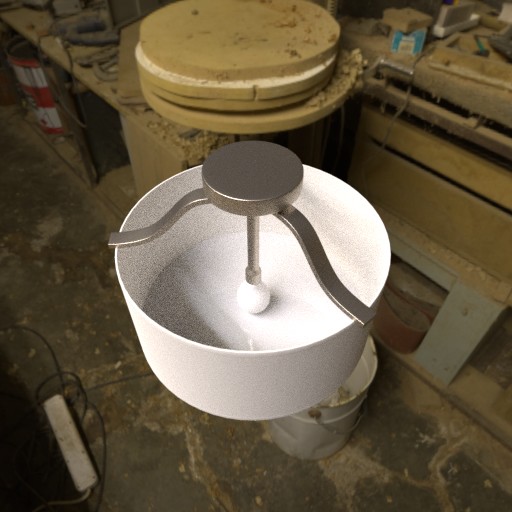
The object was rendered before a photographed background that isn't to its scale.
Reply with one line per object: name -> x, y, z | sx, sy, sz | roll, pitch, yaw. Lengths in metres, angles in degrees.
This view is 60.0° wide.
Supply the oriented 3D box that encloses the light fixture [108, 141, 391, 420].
light fixture -> 0.000, 0.000, 0.651 | 0.395, 0.304, 0.395 | 0, 46, 0
